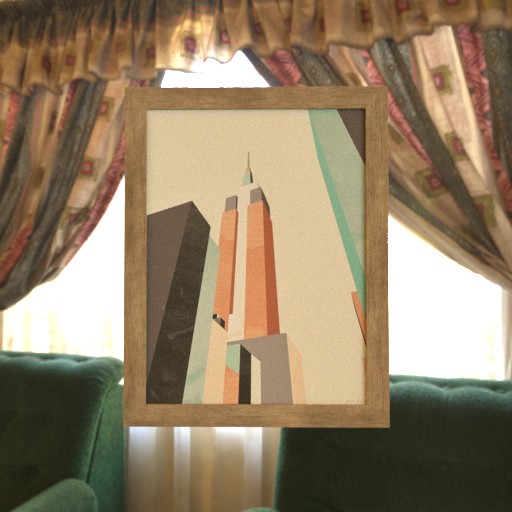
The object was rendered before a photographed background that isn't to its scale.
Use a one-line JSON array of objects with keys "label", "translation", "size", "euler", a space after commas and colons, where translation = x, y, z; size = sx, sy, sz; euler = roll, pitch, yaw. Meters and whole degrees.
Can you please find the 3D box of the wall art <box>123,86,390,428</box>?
[{"label": "wall art", "translation": [0.000, 0.000, 0.901], "size": [0.534, 0.686, 0.018], "euler": [0, -1, 1]}]
